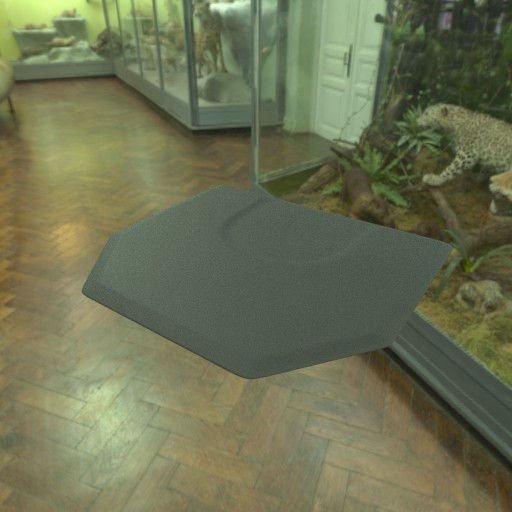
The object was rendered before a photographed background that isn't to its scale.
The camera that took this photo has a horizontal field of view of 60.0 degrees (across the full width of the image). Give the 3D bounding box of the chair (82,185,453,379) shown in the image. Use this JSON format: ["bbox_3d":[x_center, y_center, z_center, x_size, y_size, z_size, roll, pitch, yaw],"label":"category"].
[{"bbox_3d":[0.000,0.000,1.924,1.372,0.024,1.219,19,35,30],"label":"chair"}]
